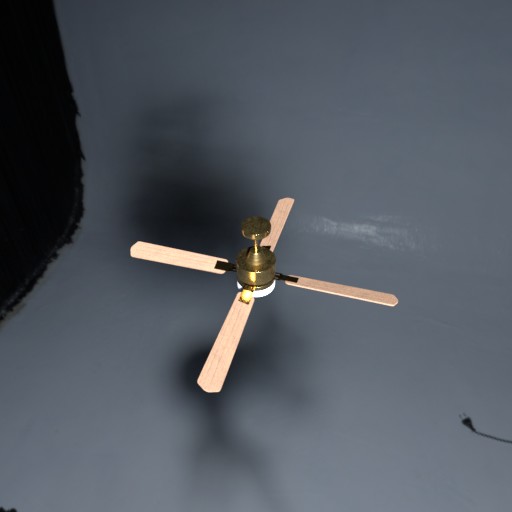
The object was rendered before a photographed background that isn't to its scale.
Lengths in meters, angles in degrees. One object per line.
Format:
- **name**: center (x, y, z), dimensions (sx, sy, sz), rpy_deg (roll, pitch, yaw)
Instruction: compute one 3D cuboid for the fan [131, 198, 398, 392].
- **fan**: center (0.000, 0.000, 2.046), dimensions (1.320, 0.355, 1.320), rpy_deg (11, 43, 12)
